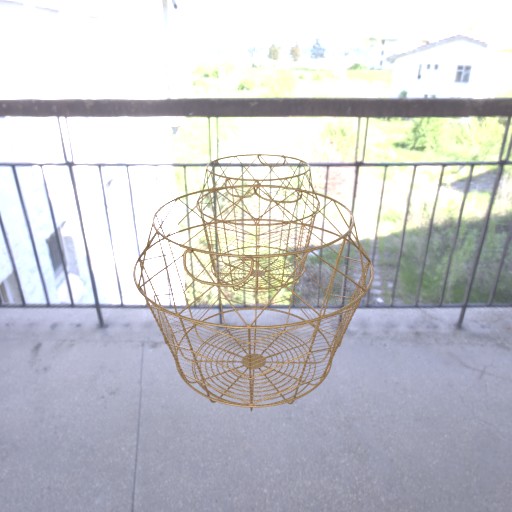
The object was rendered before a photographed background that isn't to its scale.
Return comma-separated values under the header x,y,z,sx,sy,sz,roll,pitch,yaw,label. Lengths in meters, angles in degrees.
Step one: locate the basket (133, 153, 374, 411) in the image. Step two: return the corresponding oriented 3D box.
x,y,z,sx,sy,sz,roll,pitch,yaw,label
0.000,0.000,1.046,0.451,0.343,0.805,1,25,1,basket
